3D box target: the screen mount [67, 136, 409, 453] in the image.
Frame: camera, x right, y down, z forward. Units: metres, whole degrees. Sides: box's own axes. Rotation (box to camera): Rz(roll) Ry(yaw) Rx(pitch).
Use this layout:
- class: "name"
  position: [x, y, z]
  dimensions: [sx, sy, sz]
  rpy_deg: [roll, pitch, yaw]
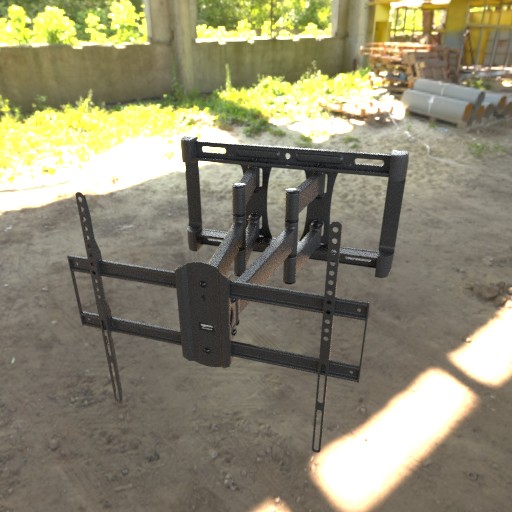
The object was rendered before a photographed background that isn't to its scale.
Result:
- class: "screen mount"
  position: [0.000, 0.000, 0.943]
  dimensions: [0.571, 0.424, 0.556]
  rpy_deg: [8, 28, 15]
